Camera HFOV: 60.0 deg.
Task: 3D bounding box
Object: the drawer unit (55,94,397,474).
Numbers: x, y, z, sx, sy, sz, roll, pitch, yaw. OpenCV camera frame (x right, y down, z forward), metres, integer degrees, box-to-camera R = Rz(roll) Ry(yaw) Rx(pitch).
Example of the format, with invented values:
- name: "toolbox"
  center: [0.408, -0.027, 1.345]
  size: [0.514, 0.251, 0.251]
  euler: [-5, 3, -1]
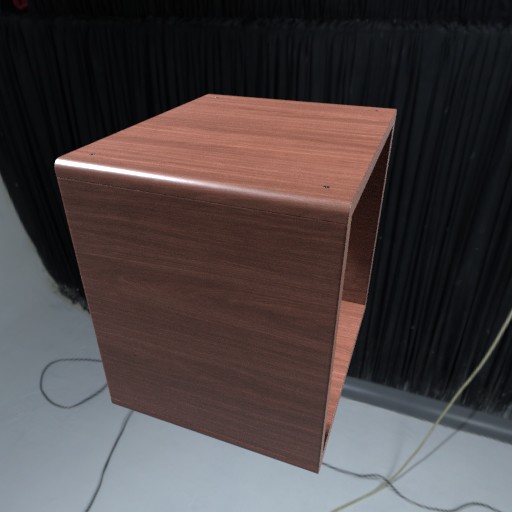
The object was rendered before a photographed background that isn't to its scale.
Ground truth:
- name: "drawer unit"
  center: [0.000, 0.000, 0.617]
  size: [0.290, 0.351, 0.349]
  euler: [11, 33, 18]
